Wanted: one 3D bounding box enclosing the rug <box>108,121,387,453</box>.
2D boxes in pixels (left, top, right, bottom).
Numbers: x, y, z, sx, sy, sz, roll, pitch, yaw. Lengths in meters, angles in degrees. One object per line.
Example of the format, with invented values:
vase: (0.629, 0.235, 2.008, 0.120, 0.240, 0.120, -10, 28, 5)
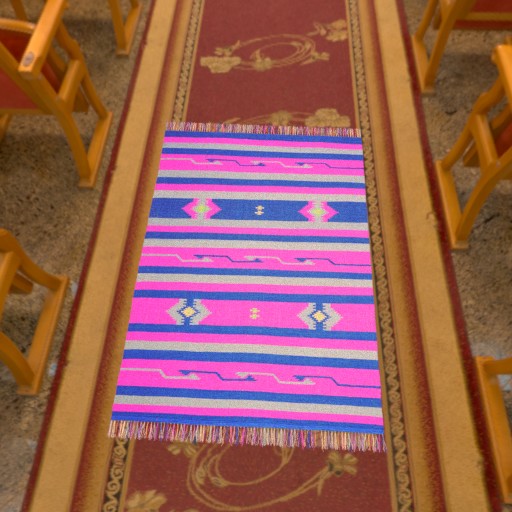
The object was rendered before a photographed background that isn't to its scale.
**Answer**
rug: (0.000, 0.000, 2.951, 1.539, 0.013, 2.350, 3, 63, 1)
